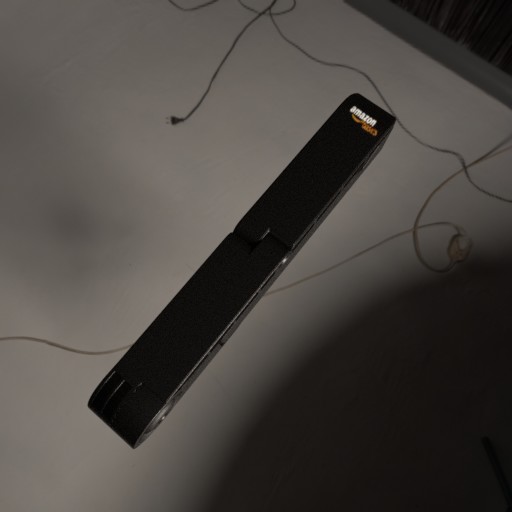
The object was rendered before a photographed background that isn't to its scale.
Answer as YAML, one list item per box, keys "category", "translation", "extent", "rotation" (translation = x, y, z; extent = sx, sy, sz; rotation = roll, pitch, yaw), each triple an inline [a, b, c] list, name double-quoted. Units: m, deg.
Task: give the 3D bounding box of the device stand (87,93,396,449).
- category: "device stand"
  translation: [0.000, 0.000, 0.192]
  extent: [0.026, 0.030, 0.179]
  rotation: [38, 77, 10]
